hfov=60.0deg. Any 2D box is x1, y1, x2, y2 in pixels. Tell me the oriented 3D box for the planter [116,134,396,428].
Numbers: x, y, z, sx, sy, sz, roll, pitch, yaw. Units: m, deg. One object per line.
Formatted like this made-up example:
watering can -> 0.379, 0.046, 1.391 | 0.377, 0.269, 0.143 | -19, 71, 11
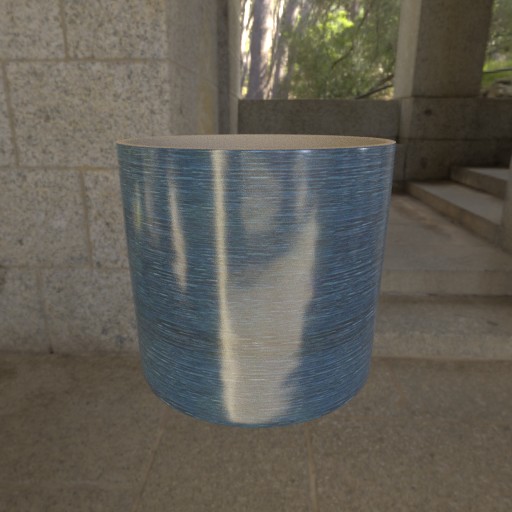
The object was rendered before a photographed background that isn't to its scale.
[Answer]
planter -> 0.000, 0.000, 0.395 | 0.221, 0.201, 0.221 | 0, 18, 0
